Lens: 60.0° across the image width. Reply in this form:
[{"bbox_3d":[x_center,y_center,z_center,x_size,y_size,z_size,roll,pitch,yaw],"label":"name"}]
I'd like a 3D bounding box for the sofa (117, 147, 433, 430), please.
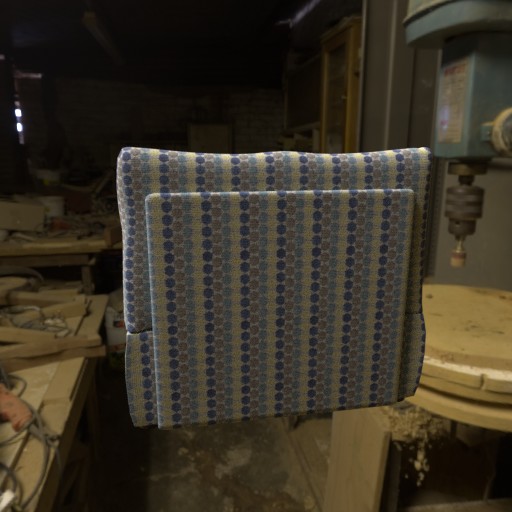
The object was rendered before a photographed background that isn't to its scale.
[{"bbox_3d":[0.000,0.000,1.747,0.930,0.830,1.000,-2,14,-10],"label":"sofa"}]
